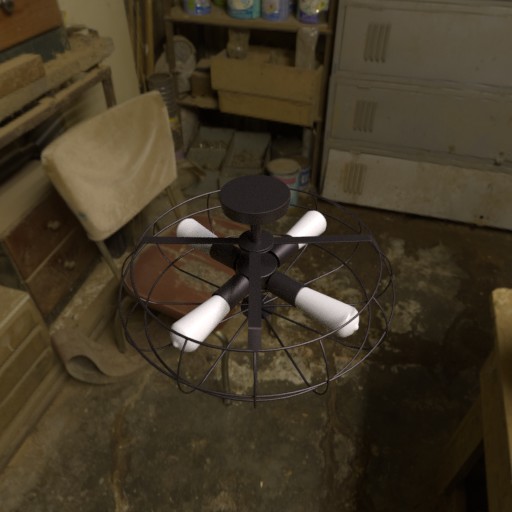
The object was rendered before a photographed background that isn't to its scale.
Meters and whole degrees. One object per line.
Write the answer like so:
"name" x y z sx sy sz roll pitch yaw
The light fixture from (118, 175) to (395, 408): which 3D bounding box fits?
"light fixture" 0.000 0.000 0.919 0.582 0.311 0.582 0 41 0
